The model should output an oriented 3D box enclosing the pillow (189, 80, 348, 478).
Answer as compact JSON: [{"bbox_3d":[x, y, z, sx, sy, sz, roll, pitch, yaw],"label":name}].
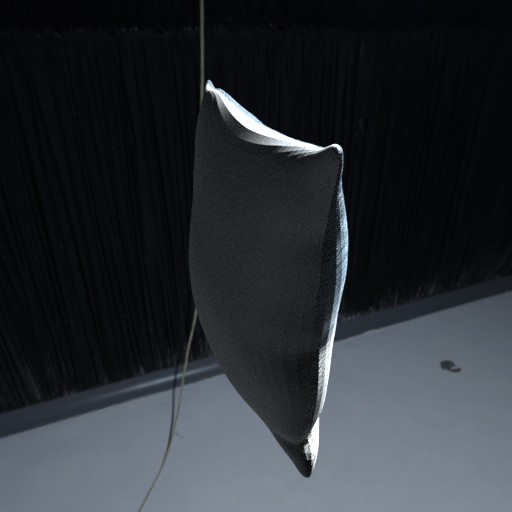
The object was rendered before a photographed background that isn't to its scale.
[{"bbox_3d":[0.000,0.000,0.654,0.182,0.441,0.440,-11,32,-18],"label":"pillow"}]
